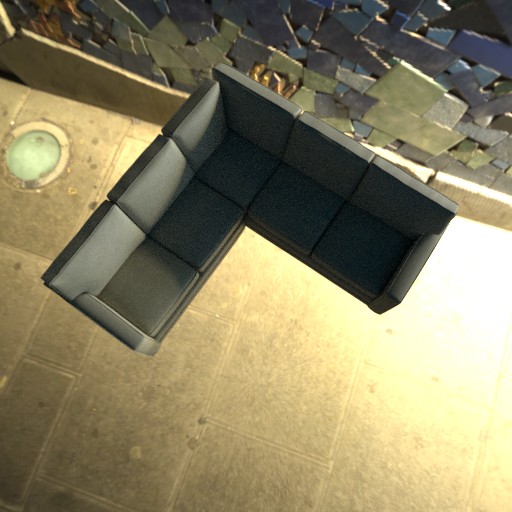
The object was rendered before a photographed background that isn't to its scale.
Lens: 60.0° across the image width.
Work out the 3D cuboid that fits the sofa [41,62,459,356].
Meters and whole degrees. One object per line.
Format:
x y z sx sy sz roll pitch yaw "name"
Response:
0.000 0.000 3.443 2.211 0.936 2.188 33 77 9 "sofa"
